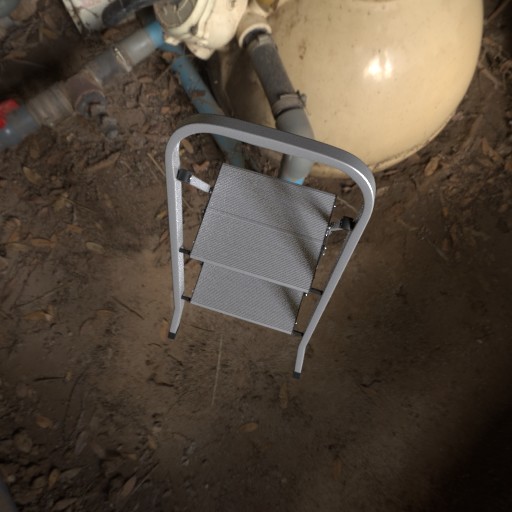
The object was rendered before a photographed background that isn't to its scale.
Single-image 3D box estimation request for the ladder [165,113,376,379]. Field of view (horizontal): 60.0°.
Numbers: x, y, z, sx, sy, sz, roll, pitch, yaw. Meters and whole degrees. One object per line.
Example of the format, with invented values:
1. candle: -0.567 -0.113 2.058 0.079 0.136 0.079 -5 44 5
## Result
1. ladder: 0.000 0.000 1.141 0.465 0.830 0.530 17 77 4
